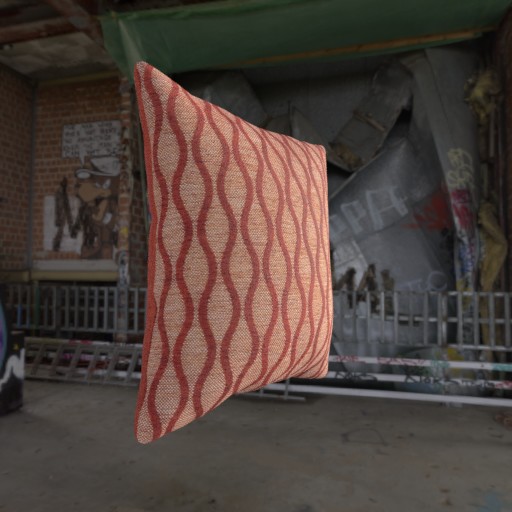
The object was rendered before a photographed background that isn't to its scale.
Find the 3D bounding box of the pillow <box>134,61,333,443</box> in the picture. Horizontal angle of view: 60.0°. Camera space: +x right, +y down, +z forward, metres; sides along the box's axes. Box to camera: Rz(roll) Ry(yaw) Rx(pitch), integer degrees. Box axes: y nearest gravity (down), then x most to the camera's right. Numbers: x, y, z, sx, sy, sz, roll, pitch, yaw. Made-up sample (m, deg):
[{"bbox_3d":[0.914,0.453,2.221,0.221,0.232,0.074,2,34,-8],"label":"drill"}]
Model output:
[{"bbox_3d":[0.000,0.000,0.658,0.159,0.434,0.429,-2,-3,36],"label":"pillow"}]
